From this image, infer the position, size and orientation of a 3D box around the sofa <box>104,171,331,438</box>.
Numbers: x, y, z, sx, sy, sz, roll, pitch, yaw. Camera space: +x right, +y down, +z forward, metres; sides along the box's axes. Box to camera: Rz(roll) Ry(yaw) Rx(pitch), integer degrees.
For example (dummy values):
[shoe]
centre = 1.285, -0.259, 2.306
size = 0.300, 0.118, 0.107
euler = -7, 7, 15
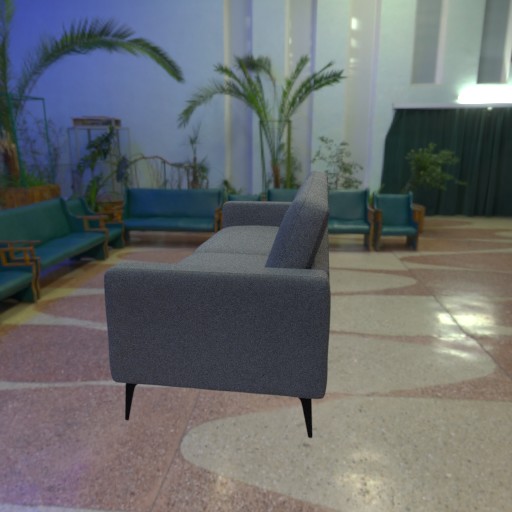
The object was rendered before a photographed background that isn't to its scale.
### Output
[sofa]
centre = 0.000, 0.000, 2.396
size = 0.774, 0.828, 1.925
euler = 2, 14, 8
